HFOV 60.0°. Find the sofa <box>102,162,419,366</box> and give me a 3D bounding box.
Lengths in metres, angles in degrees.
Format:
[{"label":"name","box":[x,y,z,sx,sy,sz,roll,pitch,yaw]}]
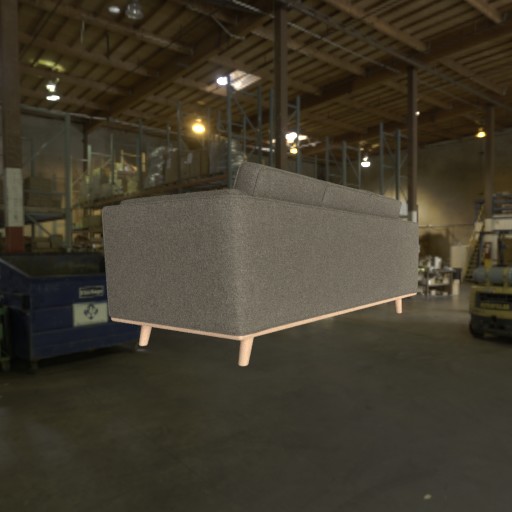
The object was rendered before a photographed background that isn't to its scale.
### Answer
[{"label":"sofa","box":[0.000,0.000,3.161,1.604,0.929,2.411,1,1,37]}]
